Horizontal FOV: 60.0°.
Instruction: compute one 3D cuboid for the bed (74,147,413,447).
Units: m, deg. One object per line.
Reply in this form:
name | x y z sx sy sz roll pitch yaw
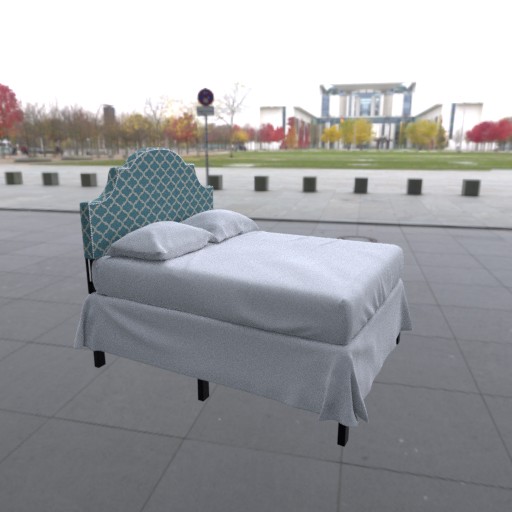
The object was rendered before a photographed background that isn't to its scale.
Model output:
bed | 0.000 0.000 3.434 2.222 1.633 1.780 7 16 27
